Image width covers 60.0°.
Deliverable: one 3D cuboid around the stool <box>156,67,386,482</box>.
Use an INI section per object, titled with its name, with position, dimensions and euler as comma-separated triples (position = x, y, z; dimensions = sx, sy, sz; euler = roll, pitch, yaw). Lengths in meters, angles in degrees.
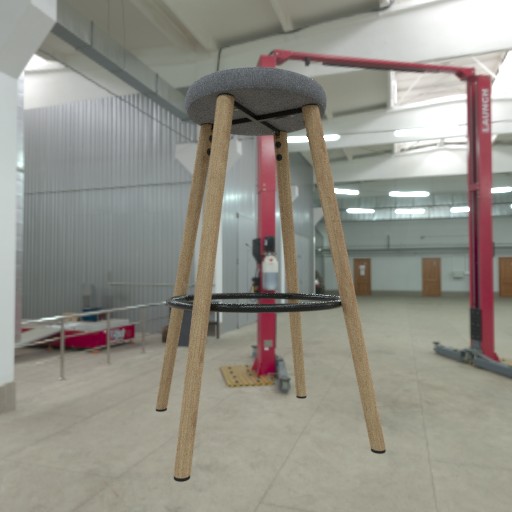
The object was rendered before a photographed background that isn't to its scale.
[stool]
position = 0.000, 0.000, 1.004
dimensions = 0.410, 0.770, 0.410
euler = 1, -2, -17
